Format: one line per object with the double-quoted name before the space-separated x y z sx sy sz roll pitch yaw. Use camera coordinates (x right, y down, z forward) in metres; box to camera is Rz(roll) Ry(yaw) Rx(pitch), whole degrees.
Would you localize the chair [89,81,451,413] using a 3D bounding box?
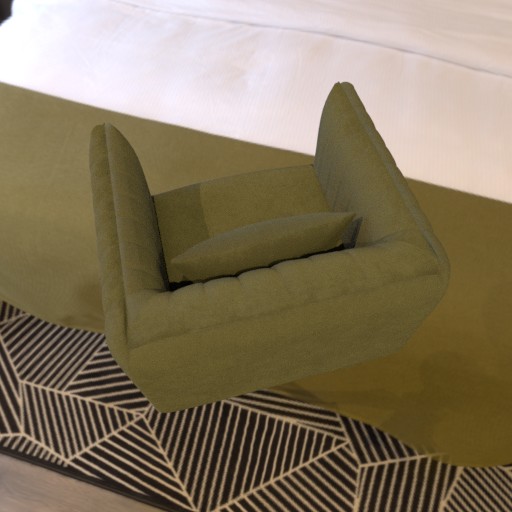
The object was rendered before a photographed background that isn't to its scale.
"chair" 0.000 0.000 1.676 1.032 0.794 0.877 -13 60 -7
